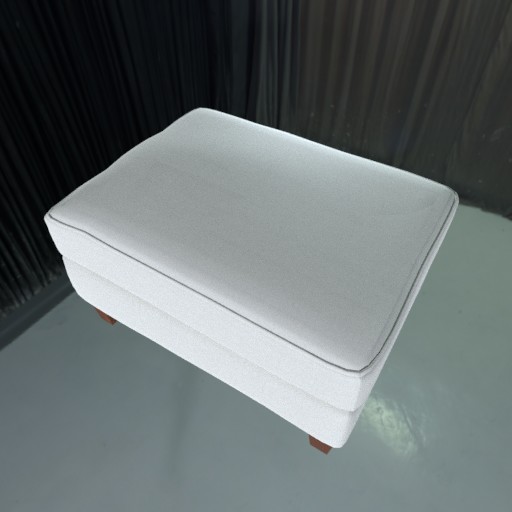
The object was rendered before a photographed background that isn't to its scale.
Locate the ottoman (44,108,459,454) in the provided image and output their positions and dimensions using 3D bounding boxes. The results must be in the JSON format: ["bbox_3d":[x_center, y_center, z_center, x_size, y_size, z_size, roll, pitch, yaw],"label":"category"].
[{"bbox_3d":[0.000,0.000,1.182,0.818,0.479,0.634,24,51,21],"label":"ottoman"}]
